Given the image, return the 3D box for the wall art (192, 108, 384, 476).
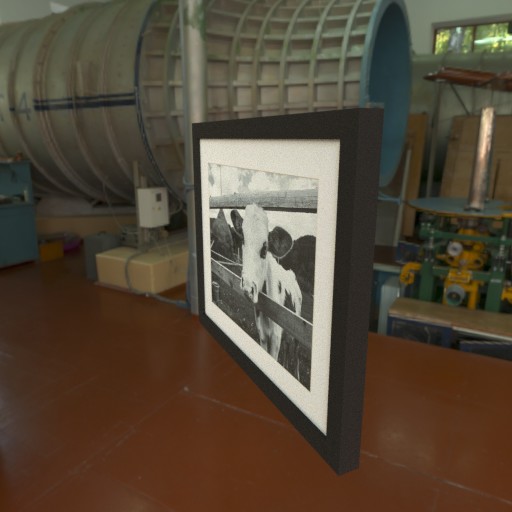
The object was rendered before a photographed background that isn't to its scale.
[{"bbox_3d":[0.000,0.000,0.554,0.024,0.329,0.404,-7,16,-25],"label":"wall art"}]
